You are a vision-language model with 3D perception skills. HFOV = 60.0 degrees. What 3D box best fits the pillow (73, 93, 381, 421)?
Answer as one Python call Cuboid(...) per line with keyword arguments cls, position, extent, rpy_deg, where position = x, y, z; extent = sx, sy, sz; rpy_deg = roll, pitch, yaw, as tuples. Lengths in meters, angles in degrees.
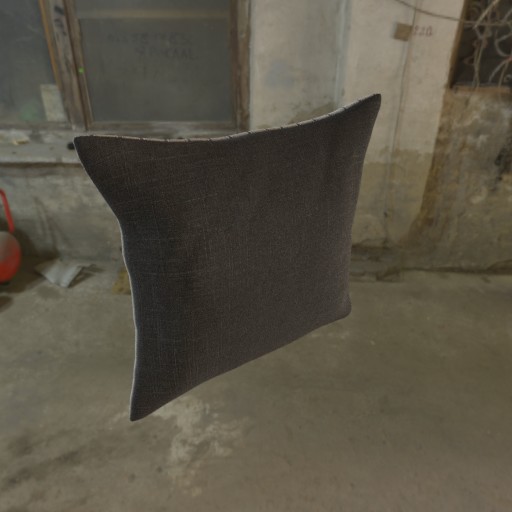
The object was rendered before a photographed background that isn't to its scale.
Cuboid(cls="pillow", position=(0.000, 0.000, 0.684), extent=(0.468, 0.444, 0.138), rpy_deg=(-19, 36, -29))
